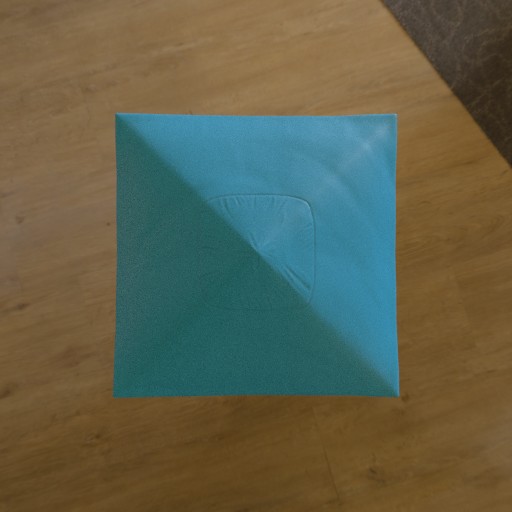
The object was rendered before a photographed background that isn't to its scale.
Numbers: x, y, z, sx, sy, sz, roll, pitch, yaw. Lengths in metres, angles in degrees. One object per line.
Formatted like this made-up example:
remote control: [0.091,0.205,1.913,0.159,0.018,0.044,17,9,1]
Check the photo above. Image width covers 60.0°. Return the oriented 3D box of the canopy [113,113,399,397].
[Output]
canopy: [0.000,0.000,5.375,2.998,2.997,2.996,0,89,0]
